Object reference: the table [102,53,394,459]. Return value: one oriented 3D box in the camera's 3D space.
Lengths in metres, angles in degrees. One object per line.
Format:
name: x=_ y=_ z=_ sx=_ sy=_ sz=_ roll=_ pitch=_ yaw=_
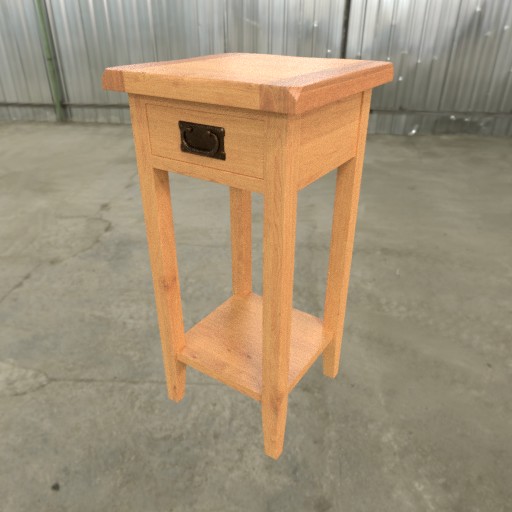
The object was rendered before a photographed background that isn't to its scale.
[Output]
table: x=0.000 y=0.000 z=0.930 sx=0.360 sy=0.740 sz=0.360 roll=18 pitch=34 yaw=29
